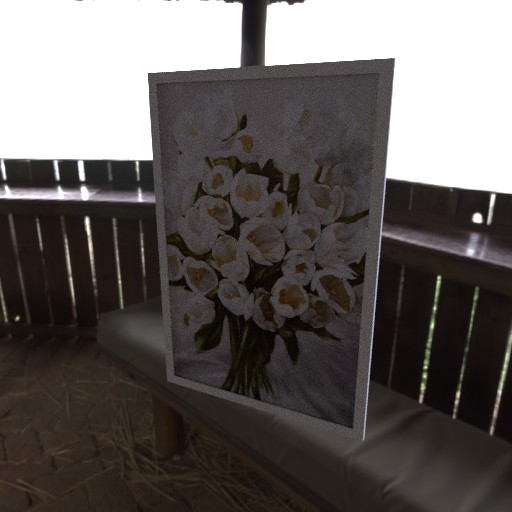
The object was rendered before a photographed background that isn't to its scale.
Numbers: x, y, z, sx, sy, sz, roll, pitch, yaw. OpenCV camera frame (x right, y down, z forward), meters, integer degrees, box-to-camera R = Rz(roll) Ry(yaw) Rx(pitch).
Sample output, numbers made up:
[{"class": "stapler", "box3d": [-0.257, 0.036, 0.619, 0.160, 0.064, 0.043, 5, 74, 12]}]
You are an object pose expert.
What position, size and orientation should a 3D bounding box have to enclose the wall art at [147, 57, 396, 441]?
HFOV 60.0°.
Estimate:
[{"class": "wall art", "box3d": [0.000, 0.000, 1.218, 0.660, 0.965, 0.015, 8, 19, 25]}]
